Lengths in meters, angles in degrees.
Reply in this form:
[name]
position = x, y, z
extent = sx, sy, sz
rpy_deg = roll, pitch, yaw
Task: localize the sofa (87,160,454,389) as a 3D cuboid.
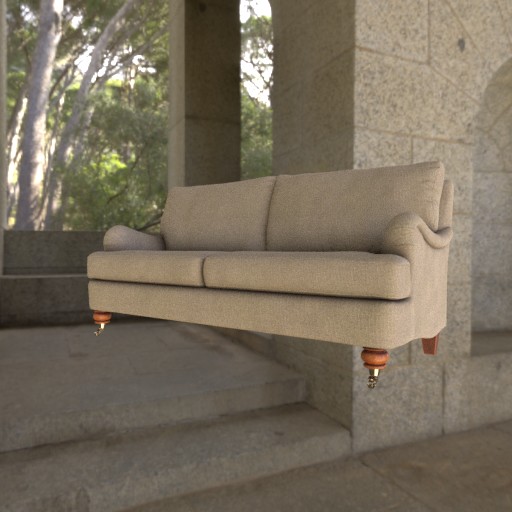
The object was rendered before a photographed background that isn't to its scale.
[sofa]
position = 0.000, 0.000, 2.821
extent = 2.193, 1.096, 1.069
rpy_deg = 1, 1, 36
